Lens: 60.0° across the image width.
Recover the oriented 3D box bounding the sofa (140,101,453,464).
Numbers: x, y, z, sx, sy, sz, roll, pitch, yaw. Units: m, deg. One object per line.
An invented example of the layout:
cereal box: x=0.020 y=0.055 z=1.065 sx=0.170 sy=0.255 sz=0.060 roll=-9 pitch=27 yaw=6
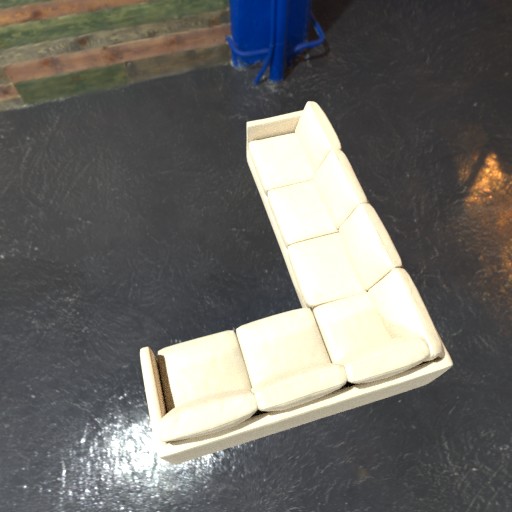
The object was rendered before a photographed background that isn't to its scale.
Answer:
sofa: x=0.000 y=0.000 z=4.557 sx=2.593 sy=0.947 sz=3.302 roll=-14 pitch=61 yaw=-8
